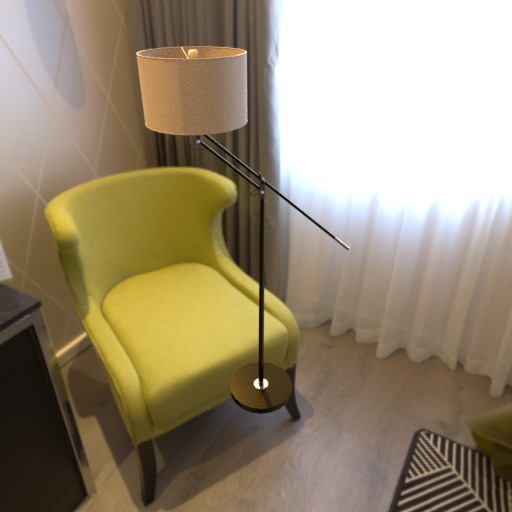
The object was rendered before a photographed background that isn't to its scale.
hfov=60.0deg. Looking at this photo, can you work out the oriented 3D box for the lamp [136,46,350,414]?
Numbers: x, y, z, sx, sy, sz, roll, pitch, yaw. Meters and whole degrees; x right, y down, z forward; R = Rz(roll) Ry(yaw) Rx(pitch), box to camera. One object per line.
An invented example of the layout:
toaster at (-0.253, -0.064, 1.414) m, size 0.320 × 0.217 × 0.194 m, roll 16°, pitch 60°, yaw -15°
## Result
lamp at (0.000, 0.000, 1.930) m, size 0.809 × 1.635 × 0.373 m, roll 0°, pitch 31°, yaw 0°
